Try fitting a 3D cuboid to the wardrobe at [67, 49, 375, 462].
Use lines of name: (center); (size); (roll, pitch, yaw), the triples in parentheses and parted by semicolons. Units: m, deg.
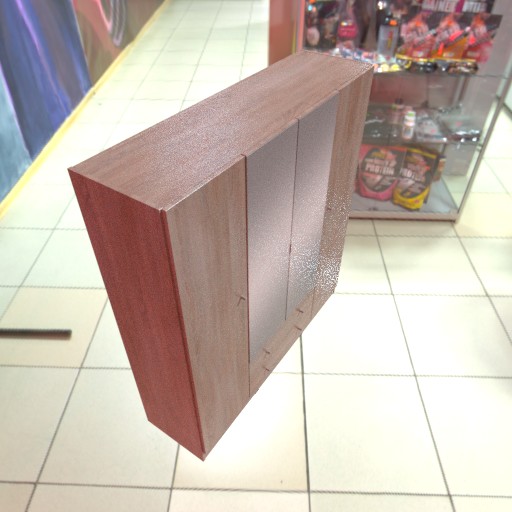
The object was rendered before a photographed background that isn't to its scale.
wardrobe: (0.000, 0.000, 3.110); (0.598, 2.159, 1.998); (25, 47, 25)
